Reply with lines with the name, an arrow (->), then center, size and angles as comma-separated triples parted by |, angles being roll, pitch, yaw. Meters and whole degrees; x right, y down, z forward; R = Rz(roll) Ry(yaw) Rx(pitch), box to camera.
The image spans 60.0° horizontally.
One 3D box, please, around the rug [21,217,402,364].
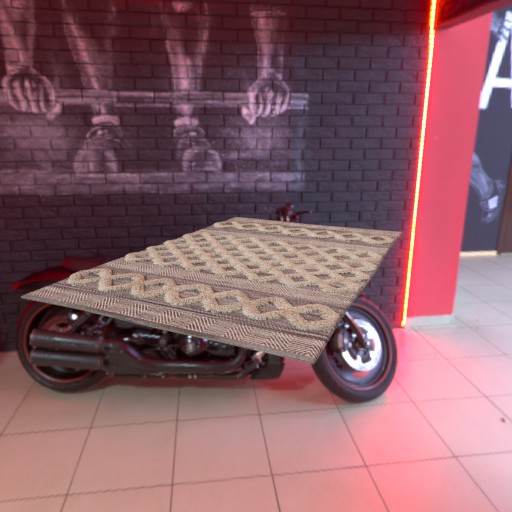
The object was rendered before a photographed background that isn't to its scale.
rug -> 0.000, 0.000, 2.301 | 1.222, 0.030, 1.823 | 7, 17, 24
